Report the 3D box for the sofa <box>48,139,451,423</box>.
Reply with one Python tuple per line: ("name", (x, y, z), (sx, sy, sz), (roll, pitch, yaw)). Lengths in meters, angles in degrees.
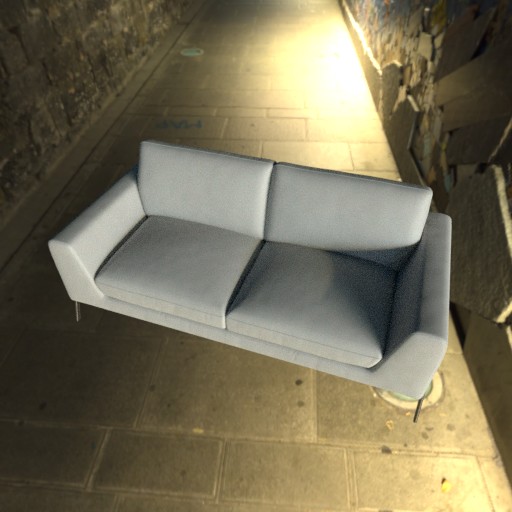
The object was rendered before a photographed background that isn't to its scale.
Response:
("sofa", (0.000, 0.000, 2.502), (2.017, 0.875, 0.953), (13, 42, 15))
